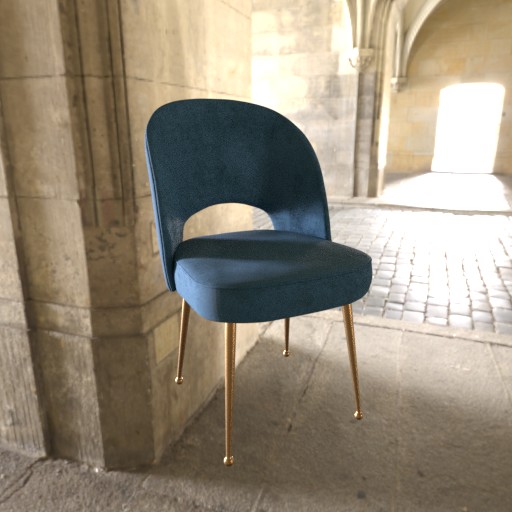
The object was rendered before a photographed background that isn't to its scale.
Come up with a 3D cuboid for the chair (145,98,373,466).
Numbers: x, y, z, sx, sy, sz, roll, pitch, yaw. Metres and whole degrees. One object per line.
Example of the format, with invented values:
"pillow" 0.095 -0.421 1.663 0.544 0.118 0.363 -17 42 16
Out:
"chair" 0.000 0.000 1.238 0.527 0.860 0.577 -8 18 -26
